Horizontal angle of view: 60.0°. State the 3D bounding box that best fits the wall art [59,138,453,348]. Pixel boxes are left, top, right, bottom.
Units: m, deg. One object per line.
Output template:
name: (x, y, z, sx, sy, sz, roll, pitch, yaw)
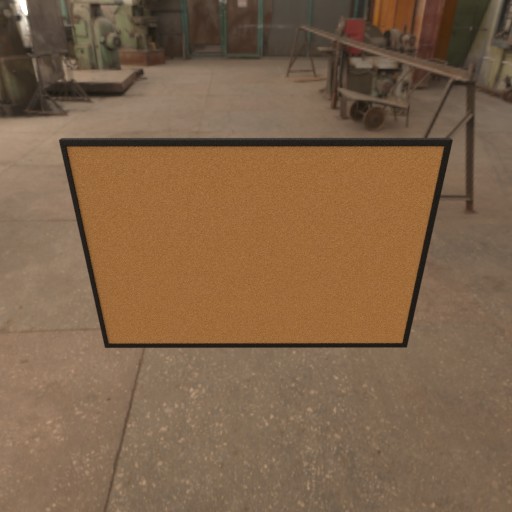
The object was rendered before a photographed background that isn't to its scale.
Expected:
wall art: (0.000, 0.000, 0.867, 0.664, 0.458, 0.013, 0, 30, 0)
